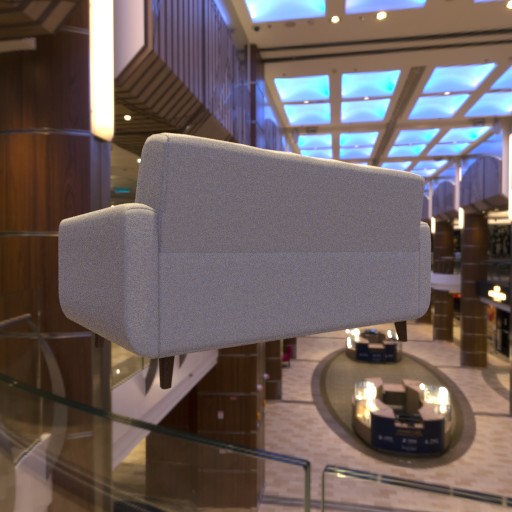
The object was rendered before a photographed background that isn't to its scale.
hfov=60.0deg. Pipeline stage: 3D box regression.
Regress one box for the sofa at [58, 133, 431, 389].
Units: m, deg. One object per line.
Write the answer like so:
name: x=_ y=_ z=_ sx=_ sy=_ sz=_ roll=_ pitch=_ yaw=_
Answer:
sofa: x=0.000 y=0.000 z=2.217 sx=1.655 sy=0.892 sz=0.980 roll=-1 pitch=1 yaw=-36
